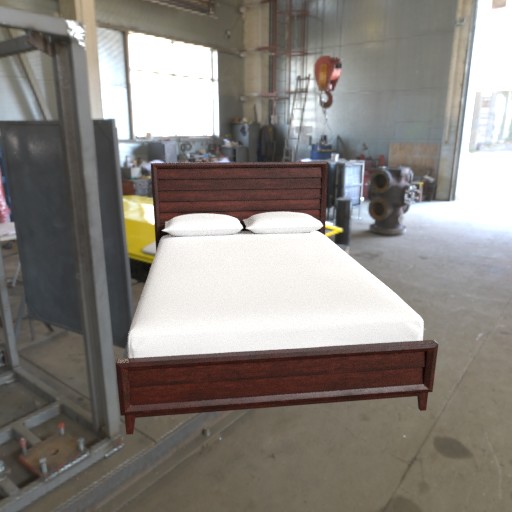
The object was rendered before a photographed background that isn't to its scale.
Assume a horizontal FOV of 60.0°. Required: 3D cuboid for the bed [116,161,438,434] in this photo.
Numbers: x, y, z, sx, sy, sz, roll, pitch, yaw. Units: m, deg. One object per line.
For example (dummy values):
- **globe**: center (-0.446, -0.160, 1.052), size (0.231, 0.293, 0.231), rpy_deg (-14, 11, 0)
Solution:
- **bed**: center (0.000, 0.000, 4.030), size (2.040, 1.492, 2.803), rpy_deg (-2, 16, -7)
